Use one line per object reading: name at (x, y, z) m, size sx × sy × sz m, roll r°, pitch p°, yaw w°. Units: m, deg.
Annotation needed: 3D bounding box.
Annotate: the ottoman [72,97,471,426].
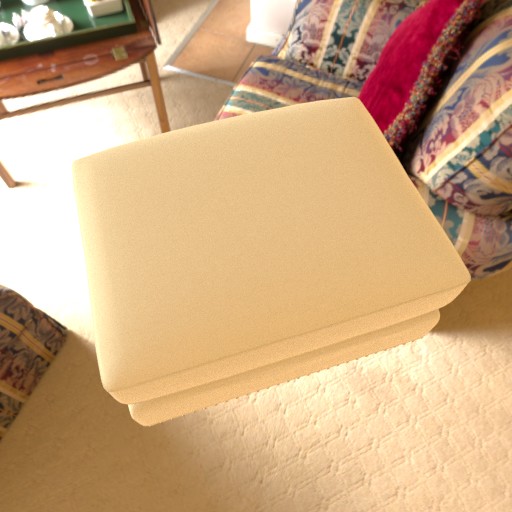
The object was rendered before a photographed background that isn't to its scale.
ottoman at (0.000, 0.000, 1.109) m, size 0.741 × 0.513 × 0.584 m, roll -15°, pitch 61°, yaw -9°
